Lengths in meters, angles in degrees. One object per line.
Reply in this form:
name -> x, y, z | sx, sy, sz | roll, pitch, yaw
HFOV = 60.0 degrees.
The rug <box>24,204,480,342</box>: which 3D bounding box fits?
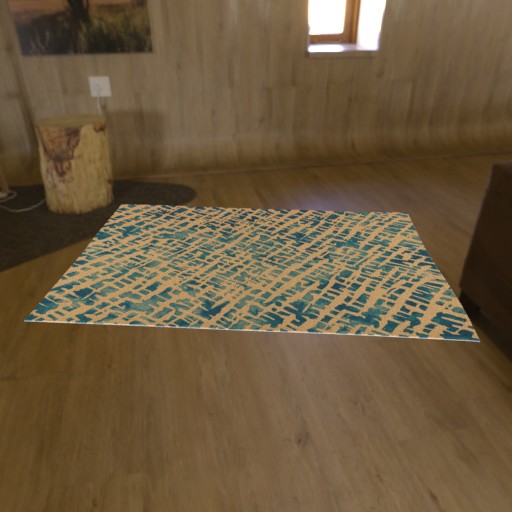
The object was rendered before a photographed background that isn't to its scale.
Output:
rug -> 0.000, 0.000, 2.290 | 1.830, 0.011, 1.209 | 2, 30, 3
